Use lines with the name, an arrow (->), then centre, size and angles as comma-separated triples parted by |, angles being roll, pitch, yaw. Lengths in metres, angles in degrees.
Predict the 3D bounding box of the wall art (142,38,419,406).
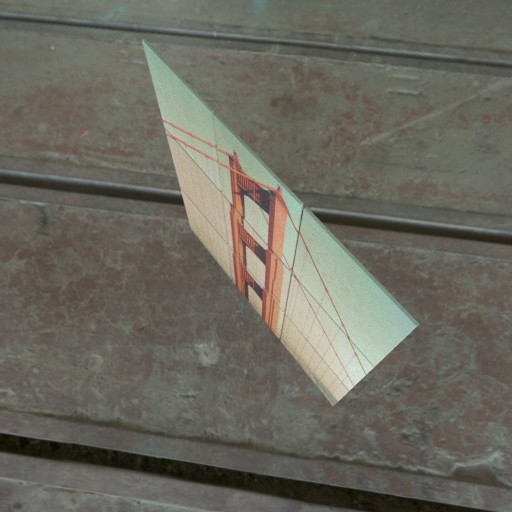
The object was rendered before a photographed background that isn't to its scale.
wall art -> 0.000, 0.000, 2.208 | 0.013, 1.523, 1.517 | -34, 68, -16
